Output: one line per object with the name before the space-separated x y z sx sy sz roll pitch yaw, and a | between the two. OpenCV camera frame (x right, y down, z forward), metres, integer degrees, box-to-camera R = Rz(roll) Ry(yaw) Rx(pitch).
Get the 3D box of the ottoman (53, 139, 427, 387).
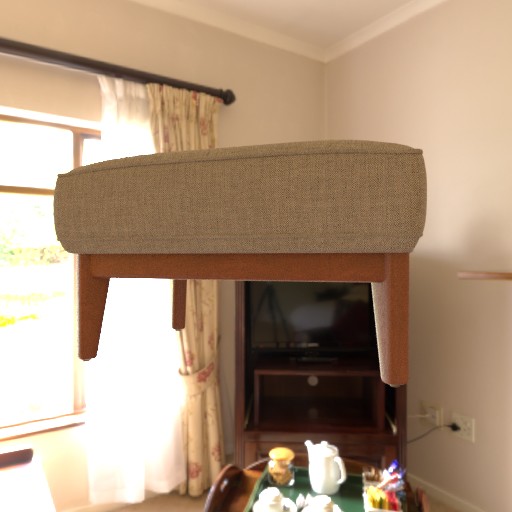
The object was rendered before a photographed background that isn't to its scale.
ottoman | 0.000 0.000 1.076 0.750 0.458 0.555 0 0 17
